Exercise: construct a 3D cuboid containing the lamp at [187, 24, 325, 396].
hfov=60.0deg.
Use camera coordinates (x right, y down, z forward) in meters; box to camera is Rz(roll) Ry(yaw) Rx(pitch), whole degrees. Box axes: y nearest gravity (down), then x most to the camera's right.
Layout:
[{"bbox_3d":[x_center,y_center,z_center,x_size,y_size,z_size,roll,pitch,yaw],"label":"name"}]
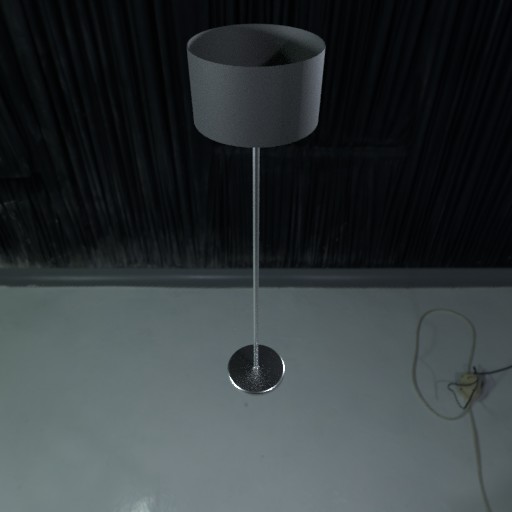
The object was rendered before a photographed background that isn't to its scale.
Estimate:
[{"bbox_3d":[0.000,0.000,1.599,0.348,1.443,0.348,-2,42,-2],"label":"lamp"}]
